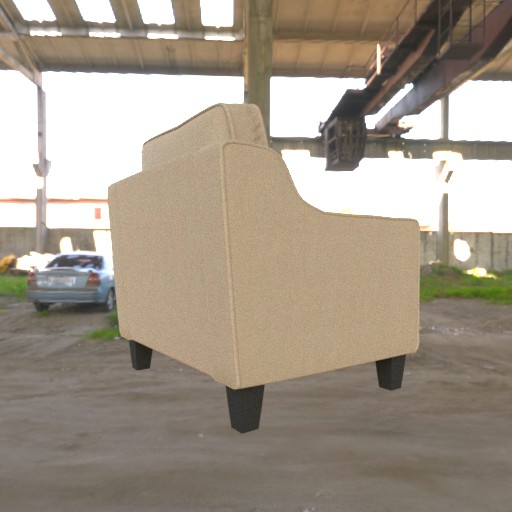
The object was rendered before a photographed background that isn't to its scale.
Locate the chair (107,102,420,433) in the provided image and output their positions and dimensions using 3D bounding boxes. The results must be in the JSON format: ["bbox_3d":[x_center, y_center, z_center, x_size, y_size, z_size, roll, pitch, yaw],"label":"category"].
[{"bbox_3d":[0.000,0.000,1.729,0.882,0.948,0.922,0,1,-36],"label":"chair"}]
